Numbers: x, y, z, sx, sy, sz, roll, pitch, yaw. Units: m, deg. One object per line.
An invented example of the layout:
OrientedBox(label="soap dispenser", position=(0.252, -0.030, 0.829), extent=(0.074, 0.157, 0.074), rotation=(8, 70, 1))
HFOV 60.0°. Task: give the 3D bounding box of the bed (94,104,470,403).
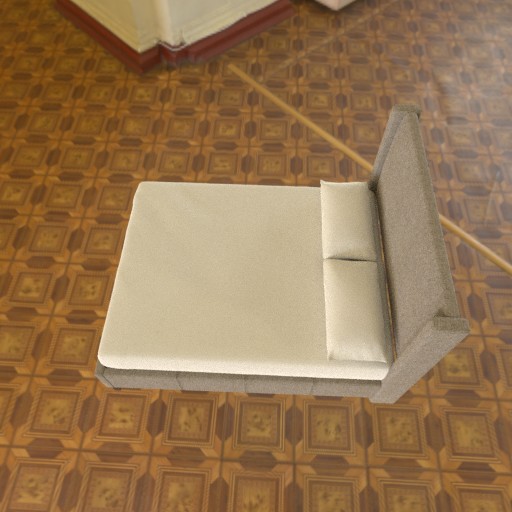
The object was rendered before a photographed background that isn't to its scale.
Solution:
OrientedBox(label="bed", position=(0.000, 0.000, 3.314), extent=(2.245, 1.481, 1.714), rotation=(2, 58, 1))
